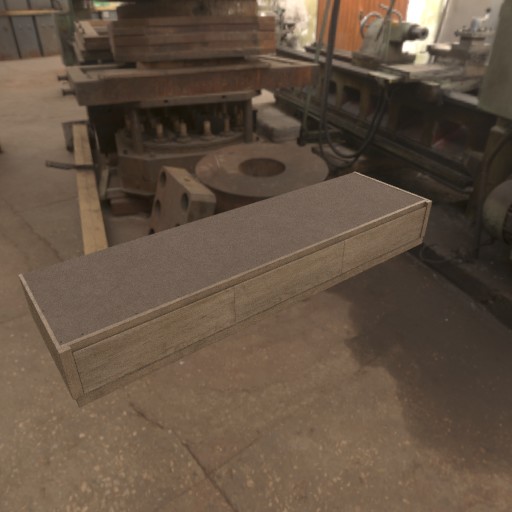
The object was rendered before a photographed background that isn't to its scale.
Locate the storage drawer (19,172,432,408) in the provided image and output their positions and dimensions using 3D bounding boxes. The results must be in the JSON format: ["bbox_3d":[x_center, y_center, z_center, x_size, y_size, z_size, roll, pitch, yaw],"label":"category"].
[{"bbox_3d":[0.000,0.000,2.276,2.072,0.274,0.591,-21,37,-31],"label":"storage drawer"}]
